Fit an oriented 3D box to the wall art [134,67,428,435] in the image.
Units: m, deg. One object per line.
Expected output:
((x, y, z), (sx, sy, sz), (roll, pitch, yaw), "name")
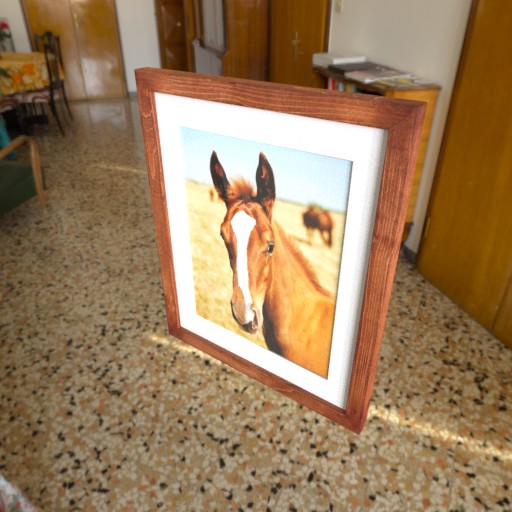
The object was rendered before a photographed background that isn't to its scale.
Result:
((0.000, 0.000, 0.755), (0.462, 0.558, 0.030), (20, 36, 30), "wall art")
